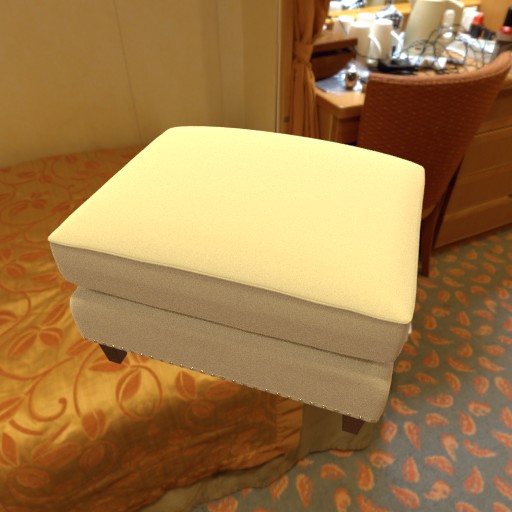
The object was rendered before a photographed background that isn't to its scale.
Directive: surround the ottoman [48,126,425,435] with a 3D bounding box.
[{"bbox_3d":[0.000,0.000,1.141,0.741,0.513,0.584,12,42,14],"label":"ottoman"}]
